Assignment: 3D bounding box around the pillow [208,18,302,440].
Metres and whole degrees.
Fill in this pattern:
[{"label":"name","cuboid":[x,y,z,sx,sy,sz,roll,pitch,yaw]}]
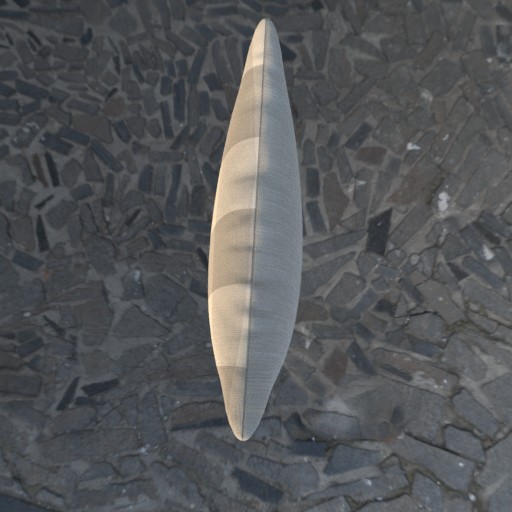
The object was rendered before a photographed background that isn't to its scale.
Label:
[{"label":"pillow","cuboid":[0.000,0.000,0.754,0.161,0.509,0.511,3,76,1]}]
